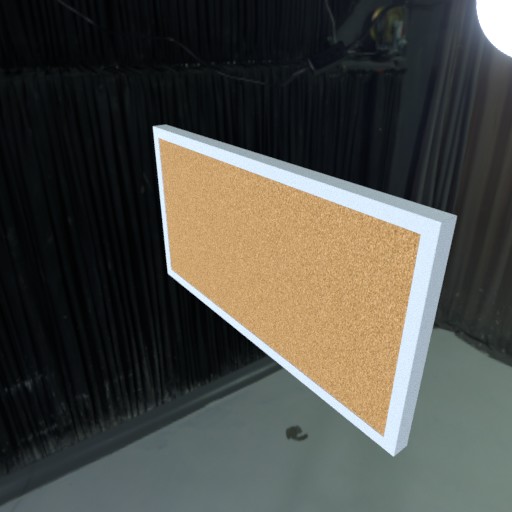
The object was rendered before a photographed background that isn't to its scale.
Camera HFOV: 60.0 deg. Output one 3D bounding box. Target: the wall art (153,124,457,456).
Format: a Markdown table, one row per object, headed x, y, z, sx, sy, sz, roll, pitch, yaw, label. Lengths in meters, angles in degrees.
| x | y | z | sx | sy | sz | roll | pitch | yaw | label |
| --- | --- | --- | --- | --- | --- | --- | --- | --- | --- |
| 0.000 | 0.000 | 0.954 | 0.038 | 0.431 | 0.812 | -19 | 33 | -33 | wall art |
